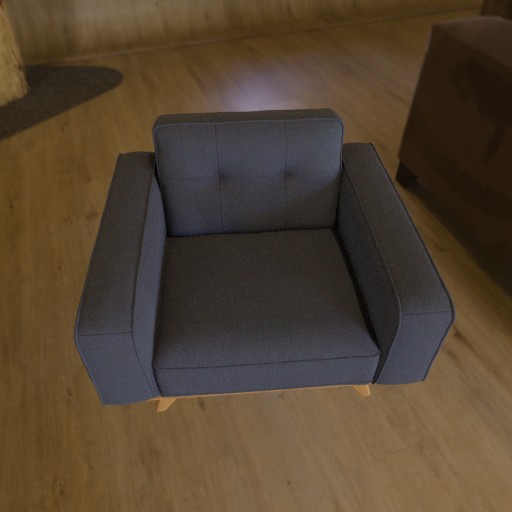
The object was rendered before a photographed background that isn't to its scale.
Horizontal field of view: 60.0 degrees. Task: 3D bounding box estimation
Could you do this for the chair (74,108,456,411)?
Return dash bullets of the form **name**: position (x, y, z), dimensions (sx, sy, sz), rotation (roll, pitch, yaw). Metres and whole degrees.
- **chair**: position (0.000, 0.000, 1.685), dimensions (1.118, 0.783, 0.953), rotation (-3, 45, -3)
